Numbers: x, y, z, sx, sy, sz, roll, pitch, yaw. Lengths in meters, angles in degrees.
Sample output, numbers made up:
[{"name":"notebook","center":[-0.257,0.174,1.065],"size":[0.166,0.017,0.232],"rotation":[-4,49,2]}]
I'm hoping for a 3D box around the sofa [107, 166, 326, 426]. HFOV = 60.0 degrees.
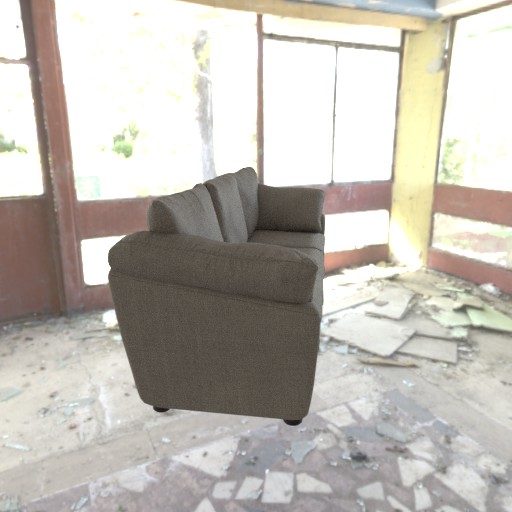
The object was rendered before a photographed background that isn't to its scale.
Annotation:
[{"name":"sofa","center":[0.000,0.000,2.833],"size":[0.878,0.996,2.334],"rotation":[2,15,9]}]
